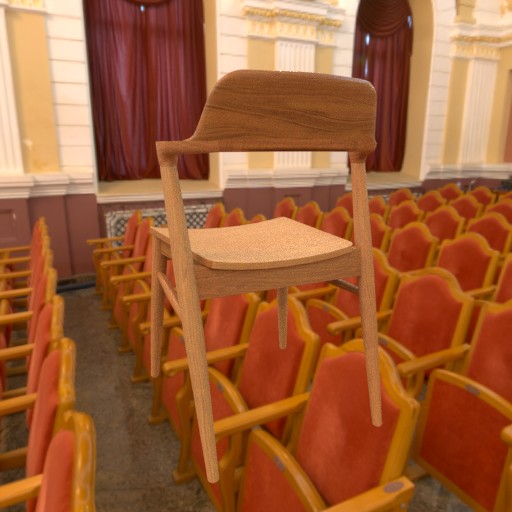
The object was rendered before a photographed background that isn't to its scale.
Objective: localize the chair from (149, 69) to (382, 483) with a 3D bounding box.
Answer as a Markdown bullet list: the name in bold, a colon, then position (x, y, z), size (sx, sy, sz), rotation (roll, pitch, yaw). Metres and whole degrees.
- **chair**: position (0.000, 0.000, 1.110), size (0.512, 0.792, 0.499), rotation (-6, 15, -25)
